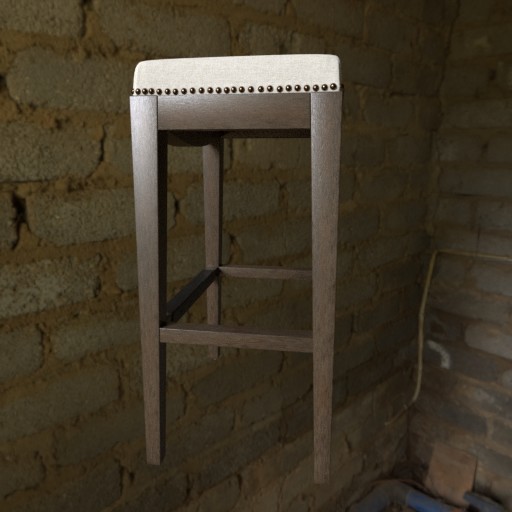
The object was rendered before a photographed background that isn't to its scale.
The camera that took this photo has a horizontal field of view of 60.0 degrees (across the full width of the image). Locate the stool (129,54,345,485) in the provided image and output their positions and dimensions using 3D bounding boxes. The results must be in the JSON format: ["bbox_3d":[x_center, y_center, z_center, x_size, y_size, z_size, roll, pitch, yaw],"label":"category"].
[{"bbox_3d":[0.000,0.000,1.006,0.358,0.759,0.498,2,13,9],"label":"stool"}]
